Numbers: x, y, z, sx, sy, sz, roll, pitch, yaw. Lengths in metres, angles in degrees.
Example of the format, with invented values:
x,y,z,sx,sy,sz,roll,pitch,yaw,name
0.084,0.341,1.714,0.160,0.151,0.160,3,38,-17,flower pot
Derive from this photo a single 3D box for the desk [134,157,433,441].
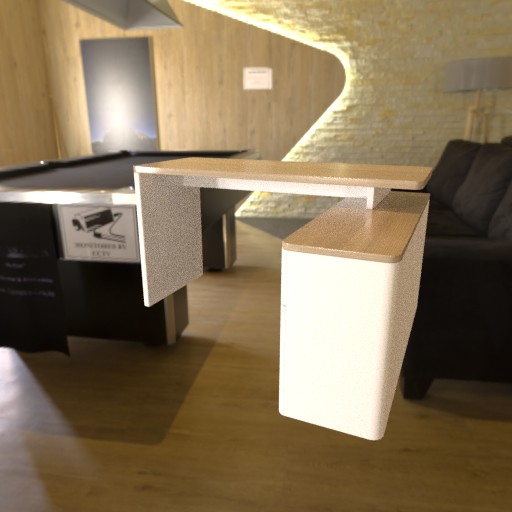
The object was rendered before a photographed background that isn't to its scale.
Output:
x,y,z,sx,sy,sz,roll,pitch,yaw,name
0.000,0.000,2.077,1.400,0.770,1.175,8,19,23,desk
